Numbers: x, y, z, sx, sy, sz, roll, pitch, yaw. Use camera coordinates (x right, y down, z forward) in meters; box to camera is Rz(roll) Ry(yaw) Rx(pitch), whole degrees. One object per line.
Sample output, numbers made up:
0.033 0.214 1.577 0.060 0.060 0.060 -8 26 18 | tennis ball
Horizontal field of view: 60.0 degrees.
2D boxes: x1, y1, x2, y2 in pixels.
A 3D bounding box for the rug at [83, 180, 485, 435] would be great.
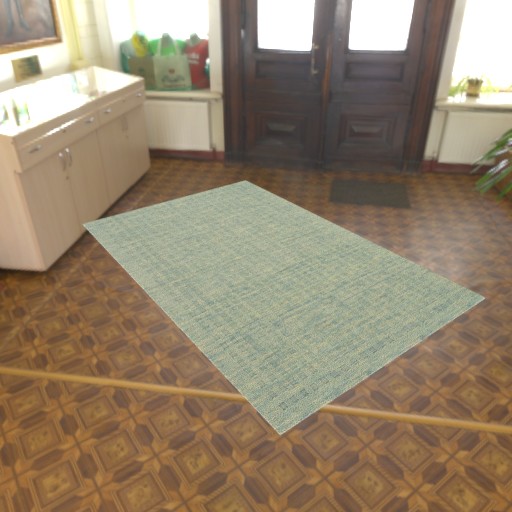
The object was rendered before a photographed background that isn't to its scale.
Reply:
0.000 0.000 2.209 1.142 0.006 1.752 -21 36 -31 | rug
